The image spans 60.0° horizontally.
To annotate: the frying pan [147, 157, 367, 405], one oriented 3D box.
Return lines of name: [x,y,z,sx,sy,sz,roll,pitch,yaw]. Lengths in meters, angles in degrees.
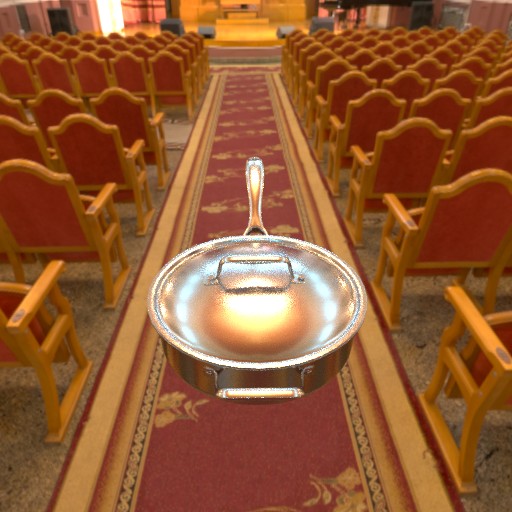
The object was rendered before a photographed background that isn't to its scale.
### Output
frying pan: [0.000,0.000,0.585,0.245,0.111,0.492,0,32,-1]
